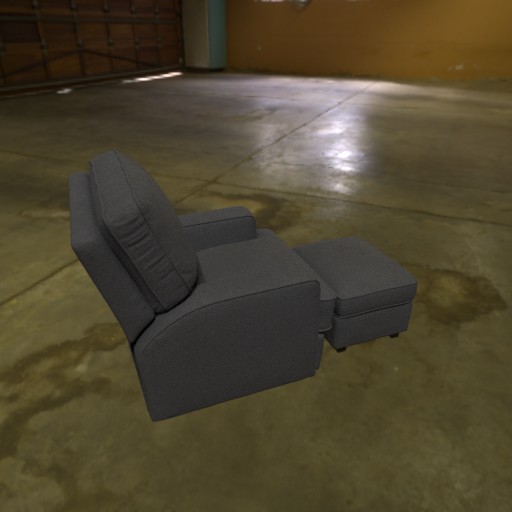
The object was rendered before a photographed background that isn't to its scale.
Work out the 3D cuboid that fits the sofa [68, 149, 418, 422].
[{"bbox_3d":[0.000,0.000,2.028,1.472,0.959,0.861,-10,29,-19],"label":"sofa"}]
